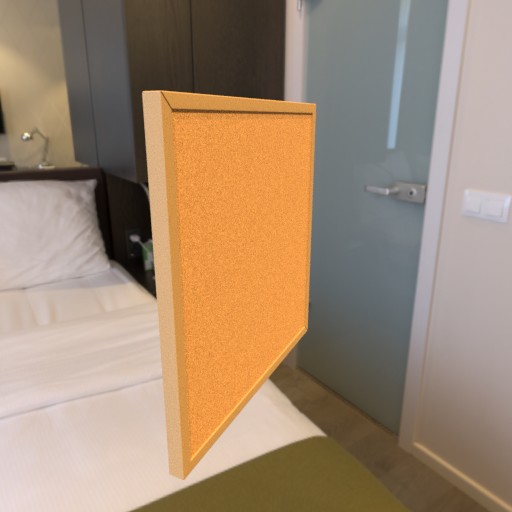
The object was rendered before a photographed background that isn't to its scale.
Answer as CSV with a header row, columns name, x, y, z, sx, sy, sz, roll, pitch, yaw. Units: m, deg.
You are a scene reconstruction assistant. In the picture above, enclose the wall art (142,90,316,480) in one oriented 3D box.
name,x,y,z,sx,sy,sz,roll,pitch,yaw
wall art,0.000,0.000,1.144,0.037,0.761,0.761,8,19,25
